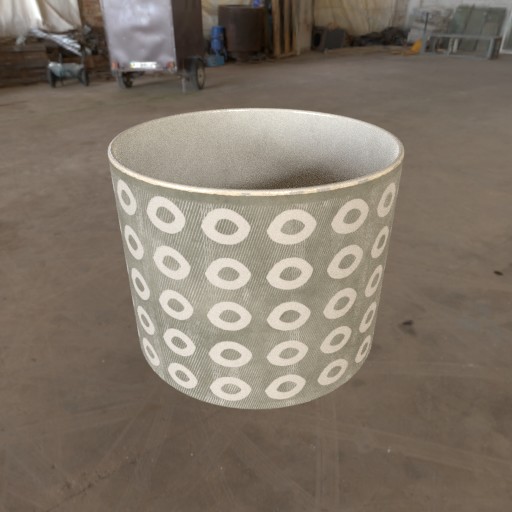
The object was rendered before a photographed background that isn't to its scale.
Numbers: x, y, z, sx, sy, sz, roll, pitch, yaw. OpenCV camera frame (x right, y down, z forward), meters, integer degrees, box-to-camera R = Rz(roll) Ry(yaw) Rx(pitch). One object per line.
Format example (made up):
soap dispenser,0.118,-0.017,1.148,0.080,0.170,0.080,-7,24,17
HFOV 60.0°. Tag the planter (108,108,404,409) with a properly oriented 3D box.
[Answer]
planter,0.000,0.000,0.448,0.250,0.239,0.250,0,30,0
